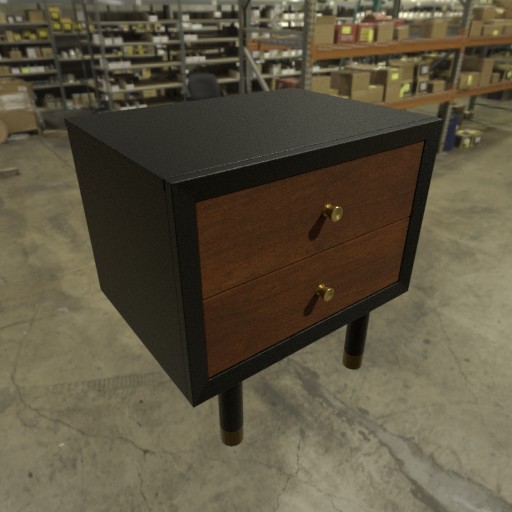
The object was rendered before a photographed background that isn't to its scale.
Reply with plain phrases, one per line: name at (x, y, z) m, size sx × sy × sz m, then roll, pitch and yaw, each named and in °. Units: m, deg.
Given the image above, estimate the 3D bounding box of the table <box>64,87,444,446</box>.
table at (0.000, 0.000, 0.964) m, size 0.564 × 0.584 × 0.441 m, roll -20°, pitch 36°, yaw -31°
